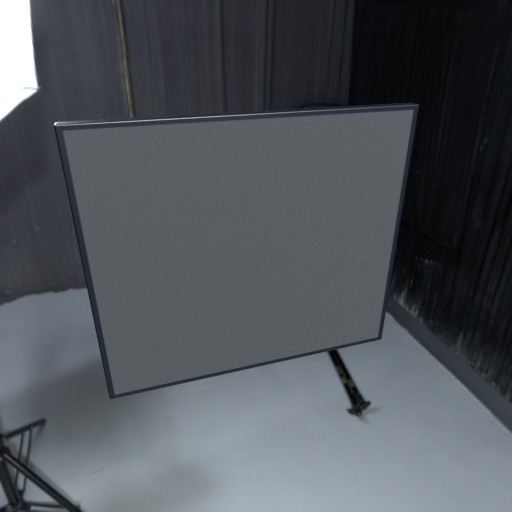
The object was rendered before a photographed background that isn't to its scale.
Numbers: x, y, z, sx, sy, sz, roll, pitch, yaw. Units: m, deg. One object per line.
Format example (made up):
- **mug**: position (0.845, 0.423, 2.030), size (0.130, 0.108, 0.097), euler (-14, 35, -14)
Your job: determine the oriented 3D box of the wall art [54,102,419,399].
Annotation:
- **wall art**: position (0.000, 0.000, 0.720), size (0.521, 0.450, 0.018), euler (-8, 29, -16)
